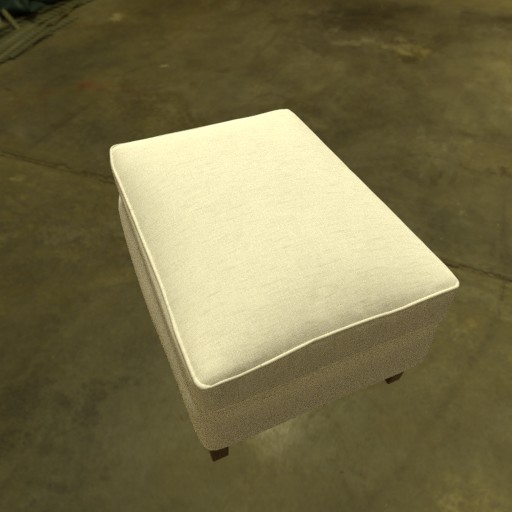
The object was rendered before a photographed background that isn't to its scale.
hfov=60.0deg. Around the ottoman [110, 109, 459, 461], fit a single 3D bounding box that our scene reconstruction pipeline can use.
[{"bbox_3d":[0.000,0.000,0.965,0.501,0.406,0.665,-17,49,-16],"label":"ottoman"}]
